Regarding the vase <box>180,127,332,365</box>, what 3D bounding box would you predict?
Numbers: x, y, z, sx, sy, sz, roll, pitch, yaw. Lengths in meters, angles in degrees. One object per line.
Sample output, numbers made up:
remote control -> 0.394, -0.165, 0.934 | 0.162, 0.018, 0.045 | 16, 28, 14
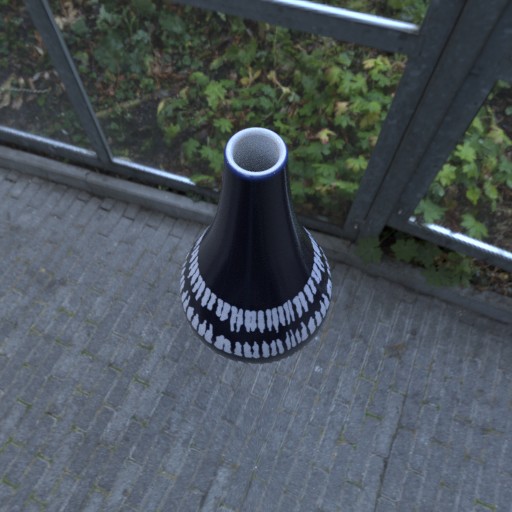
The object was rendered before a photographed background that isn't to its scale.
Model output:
vase -> 0.000, 0.000, 0.399 | 0.159, 0.295, 0.159 | 0, 65, 0
